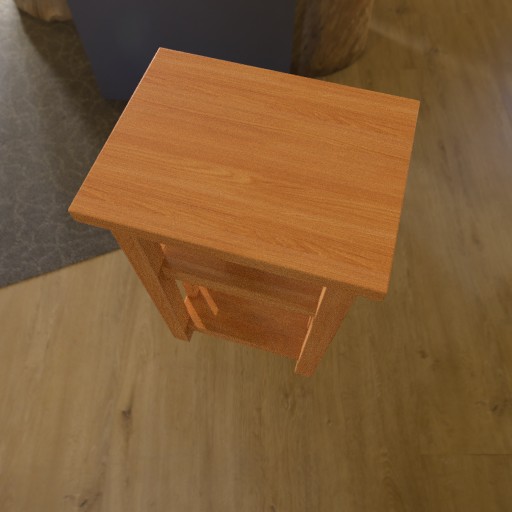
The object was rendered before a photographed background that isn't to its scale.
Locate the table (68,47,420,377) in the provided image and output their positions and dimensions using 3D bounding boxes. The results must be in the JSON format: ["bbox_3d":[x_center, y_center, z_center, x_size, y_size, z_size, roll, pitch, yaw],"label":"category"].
[{"bbox_3d":[0.000,0.000,0.765,0.350,0.550,0.270,15,65,7],"label":"table"}]
